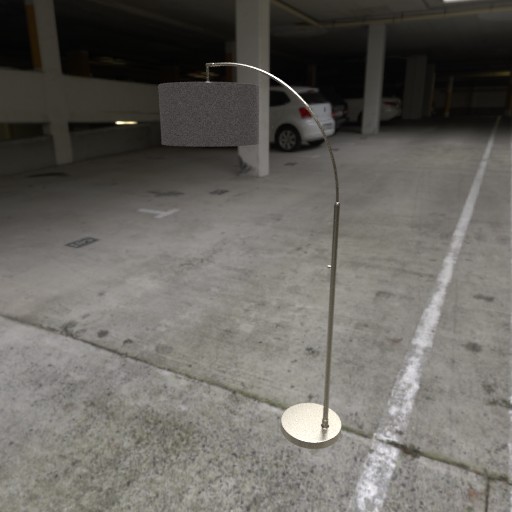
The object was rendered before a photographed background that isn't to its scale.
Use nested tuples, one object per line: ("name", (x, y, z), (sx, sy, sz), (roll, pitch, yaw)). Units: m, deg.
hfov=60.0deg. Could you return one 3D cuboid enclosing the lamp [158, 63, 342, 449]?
("lamp", (0.000, 0.000, 2.133), (0.934, 1.735, 0.452), (9, 19, 27))
